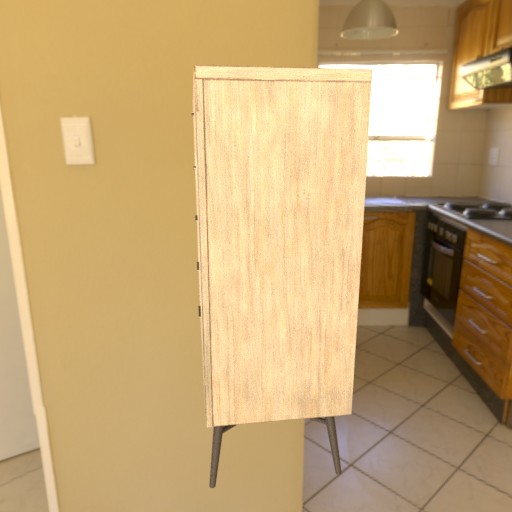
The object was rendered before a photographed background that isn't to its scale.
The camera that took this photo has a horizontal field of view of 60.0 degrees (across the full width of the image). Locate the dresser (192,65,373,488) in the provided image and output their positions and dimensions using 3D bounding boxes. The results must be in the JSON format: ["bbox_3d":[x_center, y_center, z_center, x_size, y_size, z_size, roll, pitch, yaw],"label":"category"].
[{"bbox_3d":[0.000,0.000,1.723,0.457,1.219,1.016,-2,15,-8],"label":"dresser"}]
